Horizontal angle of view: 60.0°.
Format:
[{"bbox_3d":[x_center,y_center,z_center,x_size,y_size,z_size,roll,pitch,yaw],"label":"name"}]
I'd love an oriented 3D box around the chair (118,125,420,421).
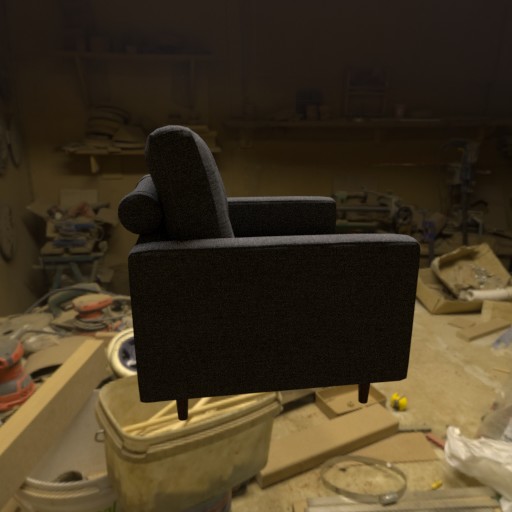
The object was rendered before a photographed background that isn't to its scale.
[{"bbox_3d":[0.000,0.000,1.562,0.843,0.880,0.821,-2,16,-8],"label":"chair"}]
